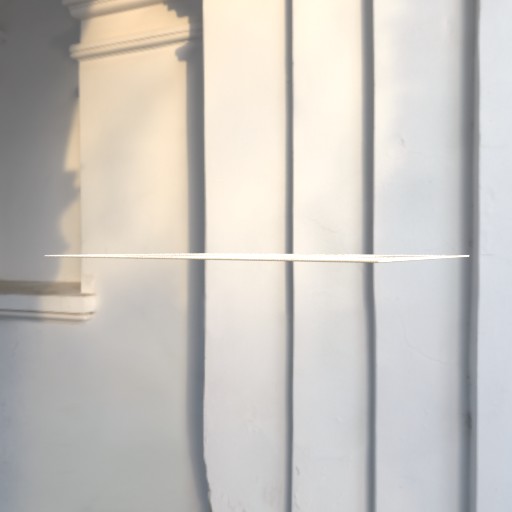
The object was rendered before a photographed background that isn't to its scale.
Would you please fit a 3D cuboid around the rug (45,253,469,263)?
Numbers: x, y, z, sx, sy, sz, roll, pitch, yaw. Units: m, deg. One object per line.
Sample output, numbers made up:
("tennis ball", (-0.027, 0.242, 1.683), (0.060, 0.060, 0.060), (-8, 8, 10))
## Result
("rug", (0.000, 0.000, 2.740), (2.142, 0.010, 1.533), (1, 1, 36))
